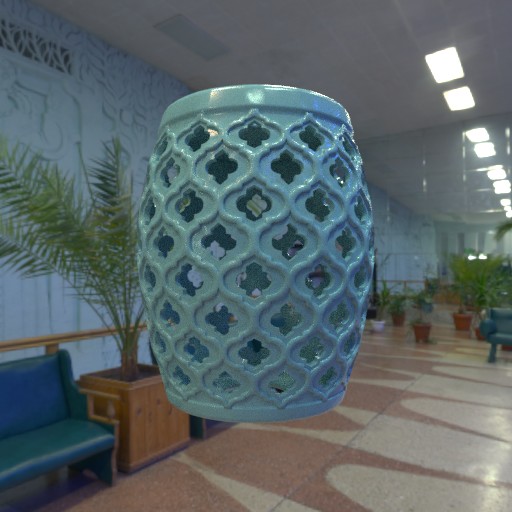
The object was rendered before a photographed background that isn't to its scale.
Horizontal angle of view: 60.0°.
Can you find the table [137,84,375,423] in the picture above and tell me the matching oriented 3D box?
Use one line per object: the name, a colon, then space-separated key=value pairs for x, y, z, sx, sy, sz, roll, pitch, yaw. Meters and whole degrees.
table: x=0.000 y=0.000 z=0.627 sx=0.325 sy=0.388 sz=0.325 roll=0 pitch=-1 yaw=0
